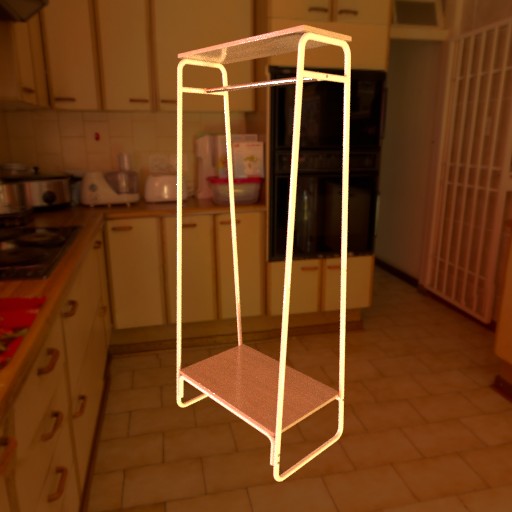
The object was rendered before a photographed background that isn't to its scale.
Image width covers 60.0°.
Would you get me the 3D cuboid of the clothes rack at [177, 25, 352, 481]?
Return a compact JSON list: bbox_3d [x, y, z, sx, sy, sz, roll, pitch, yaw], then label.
[{"bbox_3d":[0.000,0.000,1.740,0.400,1.512,0.640,-14,20,-41],"label":"clothes rack"}]
